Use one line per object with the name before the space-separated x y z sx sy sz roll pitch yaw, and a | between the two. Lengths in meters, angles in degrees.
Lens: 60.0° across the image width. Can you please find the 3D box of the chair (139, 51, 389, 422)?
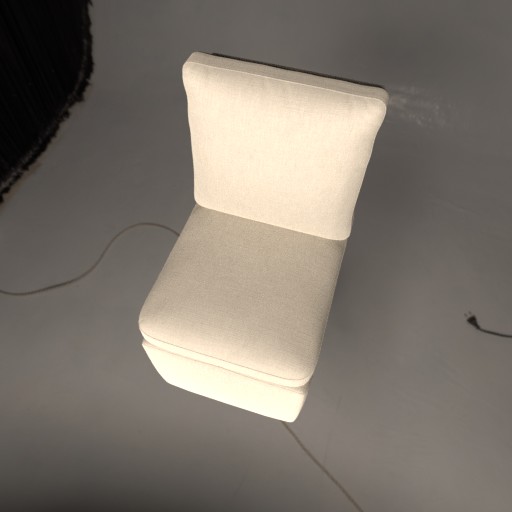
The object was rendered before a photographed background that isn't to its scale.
chair | 0.000 0.000 1.303 0.503 0.927 0.698 15 60 9
